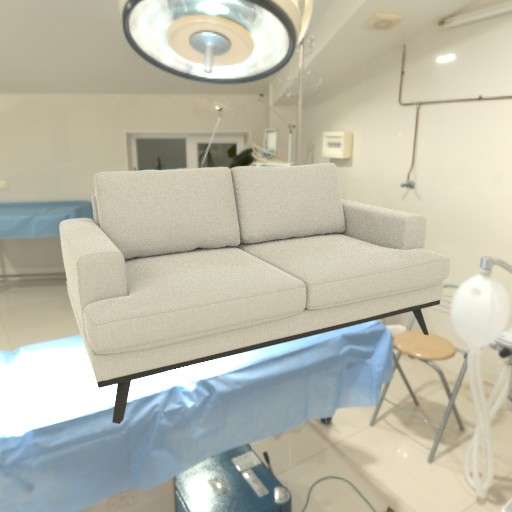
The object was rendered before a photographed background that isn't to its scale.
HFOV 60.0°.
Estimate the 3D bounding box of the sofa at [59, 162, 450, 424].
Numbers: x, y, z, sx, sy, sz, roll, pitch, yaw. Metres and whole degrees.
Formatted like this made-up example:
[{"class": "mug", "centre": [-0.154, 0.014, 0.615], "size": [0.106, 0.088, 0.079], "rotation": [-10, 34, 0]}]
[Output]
[{"class": "sofa", "centre": [0.000, 0.000, 2.130], "size": [1.650, 0.810, 0.920], "rotation": [-8, 18, -26]}]
